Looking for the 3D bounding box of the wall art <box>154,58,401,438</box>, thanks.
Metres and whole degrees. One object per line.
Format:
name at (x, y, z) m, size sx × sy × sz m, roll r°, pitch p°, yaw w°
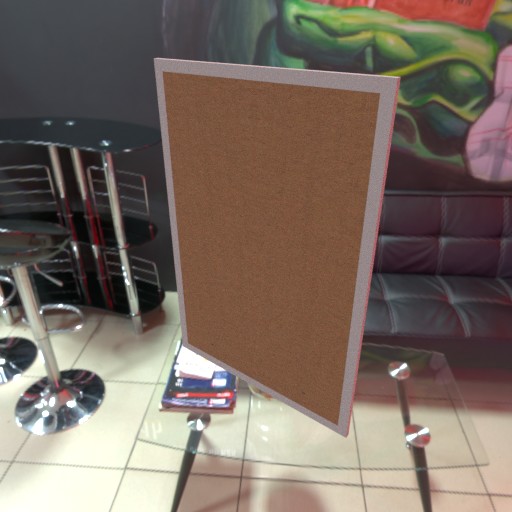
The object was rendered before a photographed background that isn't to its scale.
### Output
wall art at (0.000, 0.000, 1.220) m, size 0.660 × 0.965 × 0.015 m, roll 20°, pitch 34°, yaw 32°
